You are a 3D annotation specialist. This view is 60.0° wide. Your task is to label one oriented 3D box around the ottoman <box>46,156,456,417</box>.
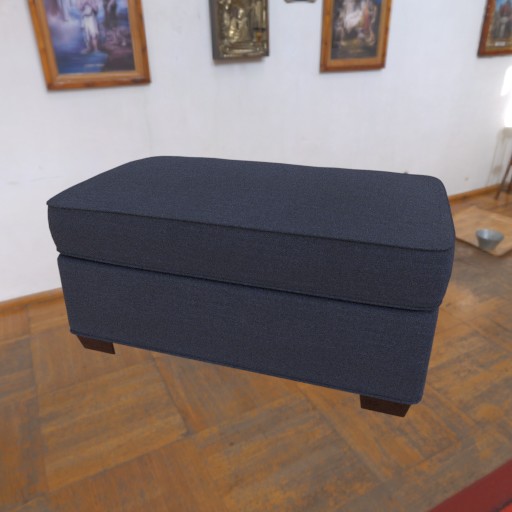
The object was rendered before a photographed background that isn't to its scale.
[{"bbox_3d":[0.000,0.000,1.169,0.895,0.453,0.505,8,27,15],"label":"ottoman"}]
